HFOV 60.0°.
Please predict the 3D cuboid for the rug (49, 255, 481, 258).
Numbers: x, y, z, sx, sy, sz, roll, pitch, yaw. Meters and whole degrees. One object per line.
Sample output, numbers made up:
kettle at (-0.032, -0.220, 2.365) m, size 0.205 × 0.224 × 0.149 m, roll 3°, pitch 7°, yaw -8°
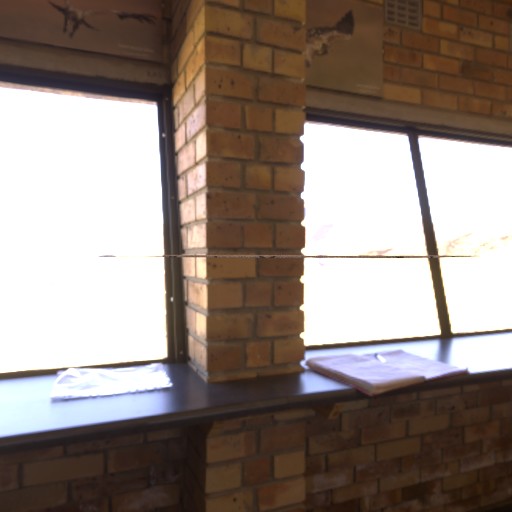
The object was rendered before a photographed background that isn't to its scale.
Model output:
rug at (0.000, 0.000, 2.964) m, size 2.465 × 0.008 × 1.526 m, roll 0°, pitch 0°, yaw 36°
